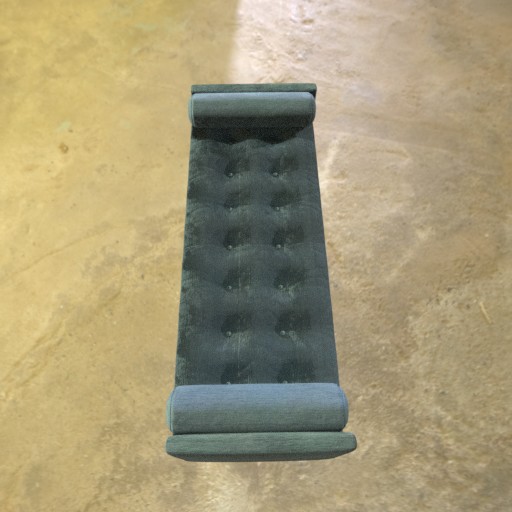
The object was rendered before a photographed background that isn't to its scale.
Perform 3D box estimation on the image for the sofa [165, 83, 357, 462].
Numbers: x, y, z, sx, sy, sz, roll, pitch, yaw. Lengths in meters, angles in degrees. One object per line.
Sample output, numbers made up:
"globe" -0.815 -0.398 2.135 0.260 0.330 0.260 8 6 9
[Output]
"sofa" 0.000 0.000 2.504 0.796 0.705 2.102 -1 63 0
